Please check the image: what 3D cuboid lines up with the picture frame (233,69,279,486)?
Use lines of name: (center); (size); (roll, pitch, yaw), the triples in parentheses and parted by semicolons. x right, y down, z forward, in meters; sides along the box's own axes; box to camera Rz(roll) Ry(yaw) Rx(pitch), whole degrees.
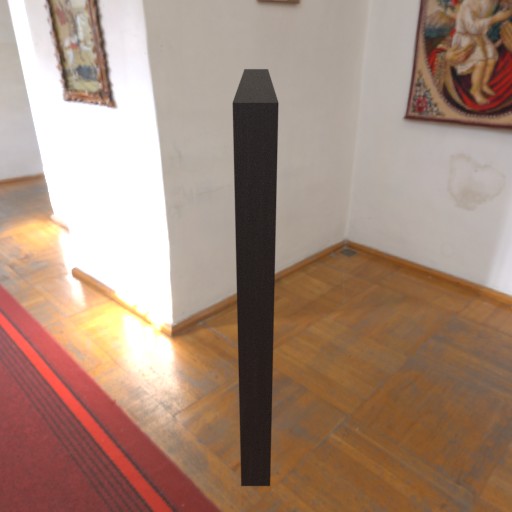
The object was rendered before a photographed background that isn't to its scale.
picture frame: (0.000, 0.000, 0.751); (0.044, 0.555, 0.452); (0, 27, 0)
